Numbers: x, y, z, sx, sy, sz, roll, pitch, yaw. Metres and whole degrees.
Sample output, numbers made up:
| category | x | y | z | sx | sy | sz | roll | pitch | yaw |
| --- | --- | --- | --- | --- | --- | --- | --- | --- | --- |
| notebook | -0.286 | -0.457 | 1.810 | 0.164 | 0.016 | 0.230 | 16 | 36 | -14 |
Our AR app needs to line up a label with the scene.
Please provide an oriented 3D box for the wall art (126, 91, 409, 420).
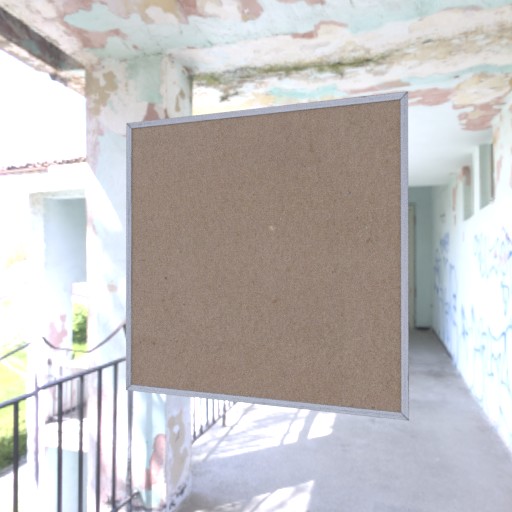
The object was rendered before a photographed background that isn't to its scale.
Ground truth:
| category | x | y | z | sx | sy | sz | roll | pitch | yaw |
| --- | --- | --- | --- | --- | --- | --- | --- | --- | --- |
| wall art | 0.000 | 0.000 | 0.782 | 0.508 | 0.508 | 0.038 | 0 | -1 | 18 |
